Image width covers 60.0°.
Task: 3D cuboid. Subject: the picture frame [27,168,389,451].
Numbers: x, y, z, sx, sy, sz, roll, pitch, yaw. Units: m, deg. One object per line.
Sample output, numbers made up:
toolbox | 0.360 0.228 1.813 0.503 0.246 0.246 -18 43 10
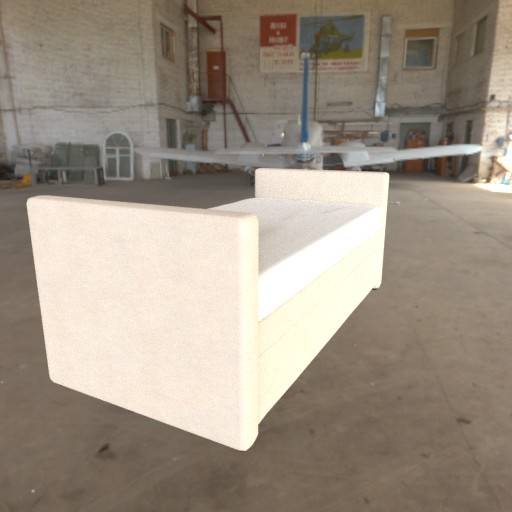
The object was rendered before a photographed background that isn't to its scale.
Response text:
picture frame | 0.000 0.000 2.659 1.069 0.891 2.161 8 17 27
